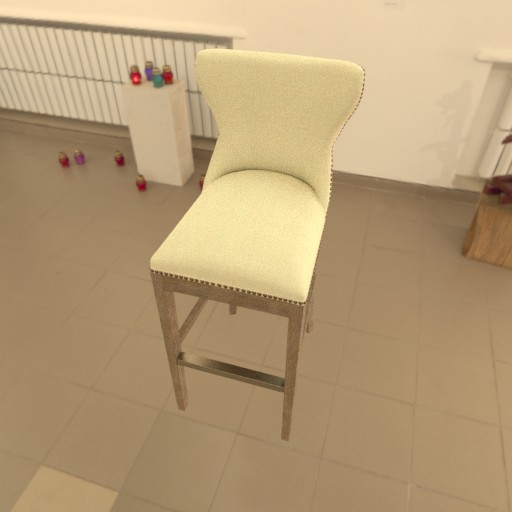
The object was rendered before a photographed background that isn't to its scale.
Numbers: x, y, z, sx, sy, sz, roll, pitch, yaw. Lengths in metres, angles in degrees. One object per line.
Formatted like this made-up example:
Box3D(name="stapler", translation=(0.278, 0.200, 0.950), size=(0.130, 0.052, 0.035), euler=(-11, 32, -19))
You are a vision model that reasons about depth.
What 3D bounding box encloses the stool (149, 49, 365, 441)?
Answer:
Box3D(name="stool", translation=(0.000, 0.000, 1.447), size=(0.494, 1.123, 0.606), euler=(11, 43, 13))
